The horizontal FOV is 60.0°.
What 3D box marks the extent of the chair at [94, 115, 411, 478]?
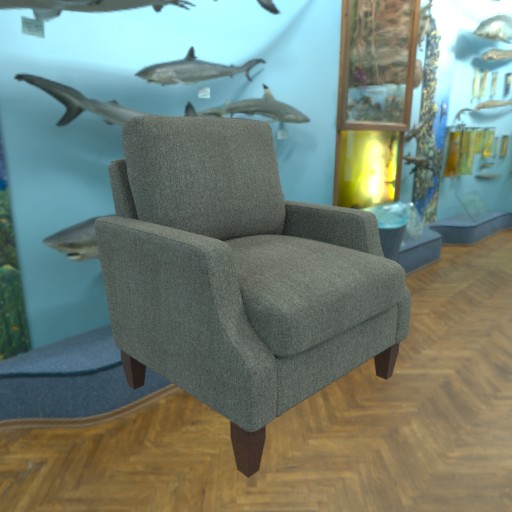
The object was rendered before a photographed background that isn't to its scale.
[{"bbox_3d":[0.000,0.000,1.629,0.855,0.993,0.897,-14,20,-42],"label":"chair"}]
